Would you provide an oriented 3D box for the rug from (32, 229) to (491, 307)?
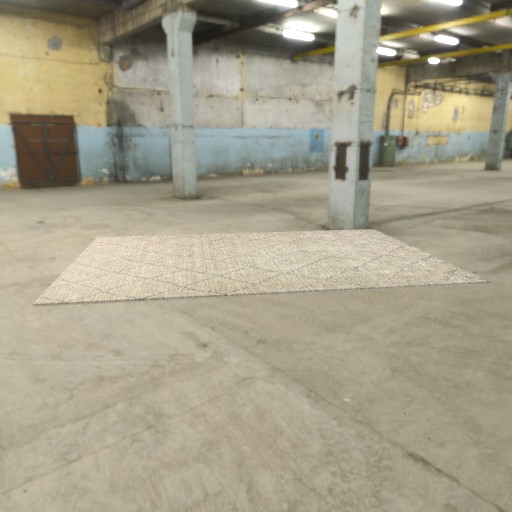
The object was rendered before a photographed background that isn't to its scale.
[{"bbox_3d":[0.000,0.000,2.901,2.280,0.015,1.521,-2,14,-8],"label":"rug"}]
